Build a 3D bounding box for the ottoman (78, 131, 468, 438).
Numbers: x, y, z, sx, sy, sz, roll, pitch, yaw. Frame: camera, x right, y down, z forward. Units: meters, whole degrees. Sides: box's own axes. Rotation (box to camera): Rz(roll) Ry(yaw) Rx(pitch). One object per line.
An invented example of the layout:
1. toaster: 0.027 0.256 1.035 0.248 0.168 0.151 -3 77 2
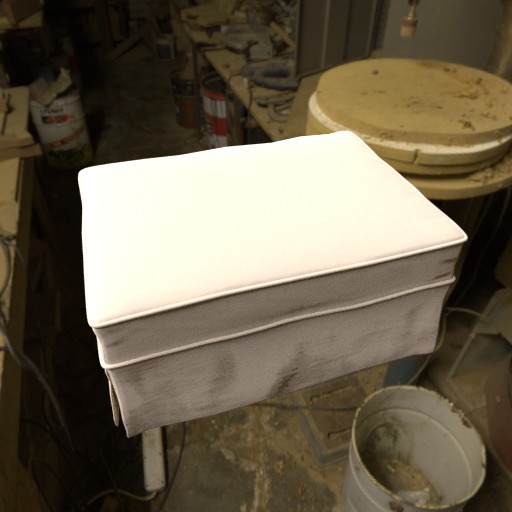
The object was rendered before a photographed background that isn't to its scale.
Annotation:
1. ottoman: 0.000 0.000 1.321 0.944 0.479 0.703 -12 42 -14
